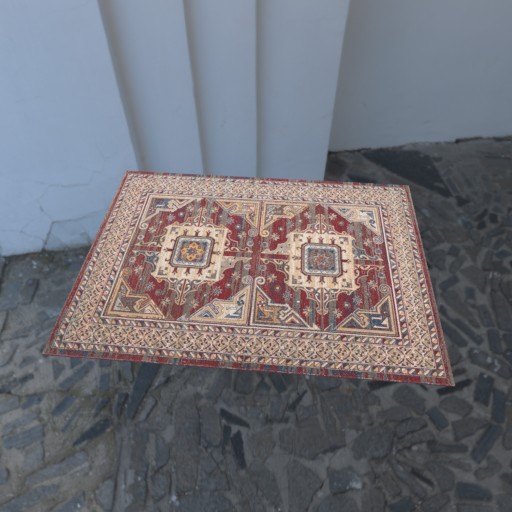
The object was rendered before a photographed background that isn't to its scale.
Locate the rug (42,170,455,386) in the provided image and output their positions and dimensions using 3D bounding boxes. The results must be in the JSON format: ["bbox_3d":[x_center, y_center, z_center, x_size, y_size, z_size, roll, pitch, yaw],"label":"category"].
[{"bbox_3d":[0.000,0.000,4.208,3.197,0.013,2.381,4,48,3],"label":"rug"}]
